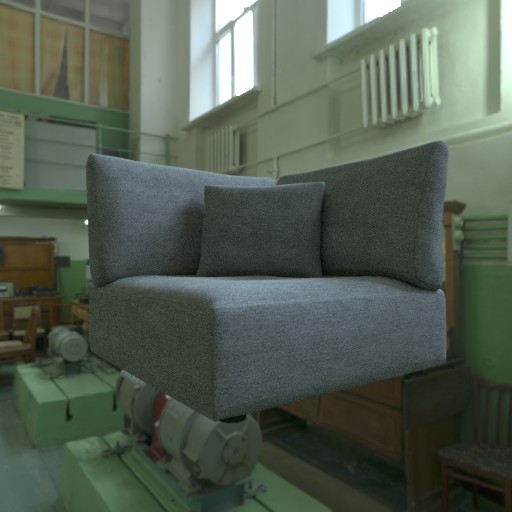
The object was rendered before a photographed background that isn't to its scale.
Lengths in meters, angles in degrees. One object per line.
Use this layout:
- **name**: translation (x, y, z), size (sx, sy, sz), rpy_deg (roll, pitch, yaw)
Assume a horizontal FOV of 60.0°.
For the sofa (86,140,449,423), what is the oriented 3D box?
- **sofa**: translation (0.000, 0.000, 1.661), size (1.000, 0.820, 1.000), rpy_deg (0, -1, -36)
